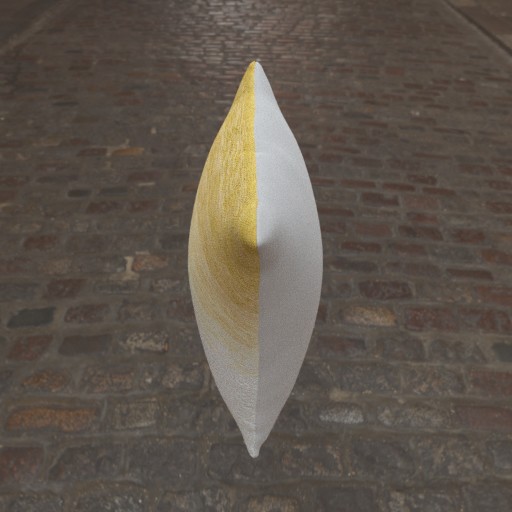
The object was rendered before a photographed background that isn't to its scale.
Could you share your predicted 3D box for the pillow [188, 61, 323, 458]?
[{"bbox_3d":[0.000,0.000,0.703,0.211,0.450,0.450,0,43,0],"label":"pillow"}]
